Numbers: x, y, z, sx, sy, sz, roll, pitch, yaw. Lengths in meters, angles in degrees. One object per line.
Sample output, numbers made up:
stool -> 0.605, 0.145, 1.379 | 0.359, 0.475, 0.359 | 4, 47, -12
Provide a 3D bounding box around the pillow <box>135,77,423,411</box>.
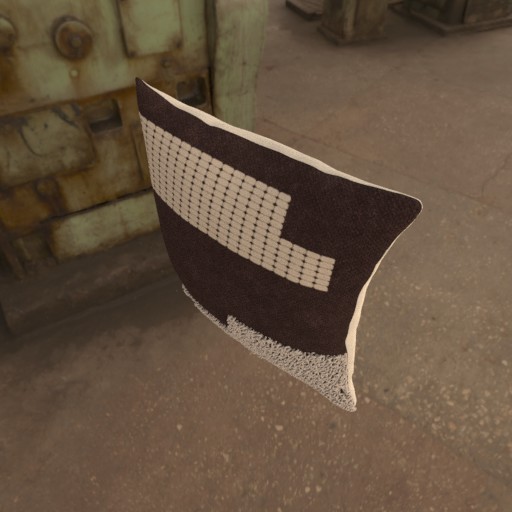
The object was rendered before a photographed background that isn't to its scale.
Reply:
pillow -> 0.000, 0.000, 0.733 | 0.475, 0.473, 0.178 | 32, 53, 28
